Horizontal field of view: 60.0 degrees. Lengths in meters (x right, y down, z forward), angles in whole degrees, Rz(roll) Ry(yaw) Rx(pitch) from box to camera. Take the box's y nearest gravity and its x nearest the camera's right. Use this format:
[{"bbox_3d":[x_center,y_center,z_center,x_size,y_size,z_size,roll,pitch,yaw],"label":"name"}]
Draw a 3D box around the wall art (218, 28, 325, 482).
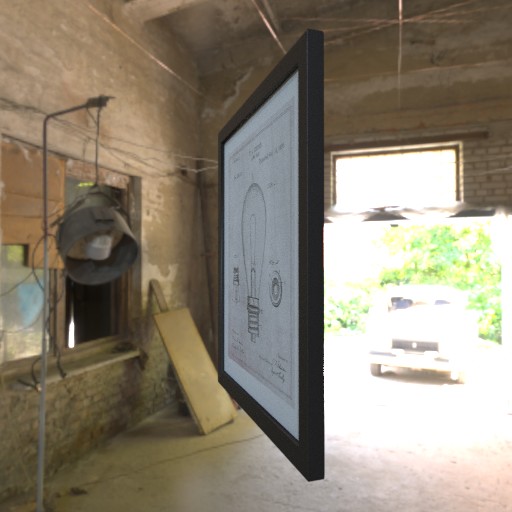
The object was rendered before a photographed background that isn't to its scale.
[{"bbox_3d":[0.000,0.000,0.705,0.021,0.509,0.430,0,-1,-18],"label":"wall art"}]
